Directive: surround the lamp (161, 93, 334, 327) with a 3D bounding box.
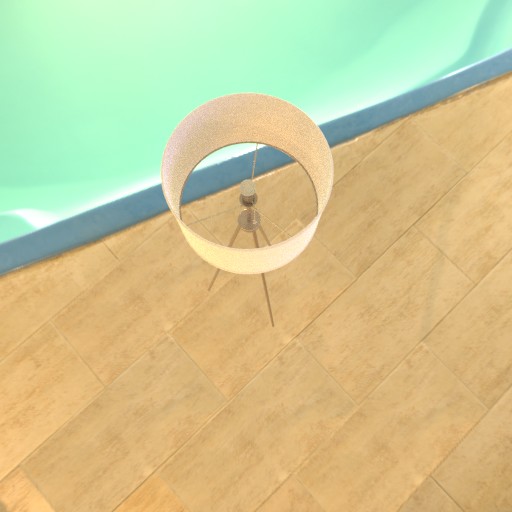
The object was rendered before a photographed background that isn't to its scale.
[{"bbox_3d":[0.000,0.000,1.787,0.448,1.545,0.458,-36,78,-9],"label":"lamp"}]
